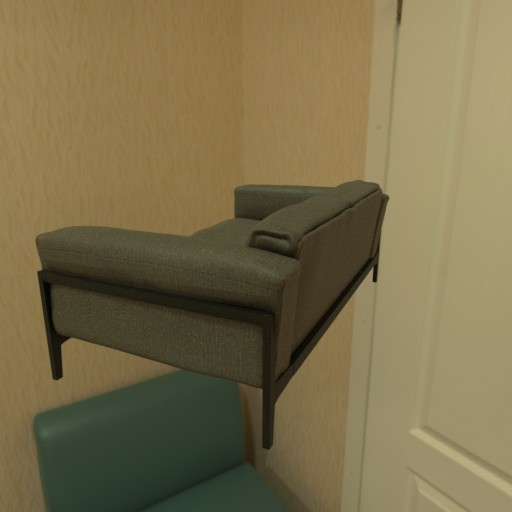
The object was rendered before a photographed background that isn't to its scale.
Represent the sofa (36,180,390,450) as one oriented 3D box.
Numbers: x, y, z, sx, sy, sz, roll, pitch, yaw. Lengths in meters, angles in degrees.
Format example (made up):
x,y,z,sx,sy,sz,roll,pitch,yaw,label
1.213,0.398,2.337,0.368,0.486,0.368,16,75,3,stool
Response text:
x,y,z,sx,sy,sz,roll,pitch,yaw,label
0.000,0.000,2.138,0.960,0.656,1.690,8,18,24,sofa
